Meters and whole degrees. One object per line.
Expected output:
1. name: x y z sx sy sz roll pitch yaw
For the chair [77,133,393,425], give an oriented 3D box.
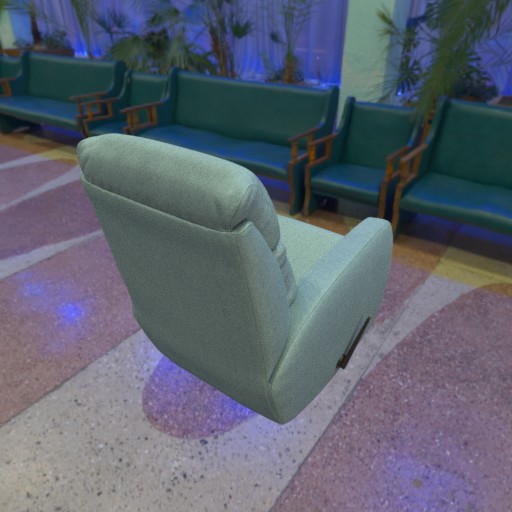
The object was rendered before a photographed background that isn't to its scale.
1. chair: 0.000 0.000 1.653 0.812 1.013 0.940 21 38 30
